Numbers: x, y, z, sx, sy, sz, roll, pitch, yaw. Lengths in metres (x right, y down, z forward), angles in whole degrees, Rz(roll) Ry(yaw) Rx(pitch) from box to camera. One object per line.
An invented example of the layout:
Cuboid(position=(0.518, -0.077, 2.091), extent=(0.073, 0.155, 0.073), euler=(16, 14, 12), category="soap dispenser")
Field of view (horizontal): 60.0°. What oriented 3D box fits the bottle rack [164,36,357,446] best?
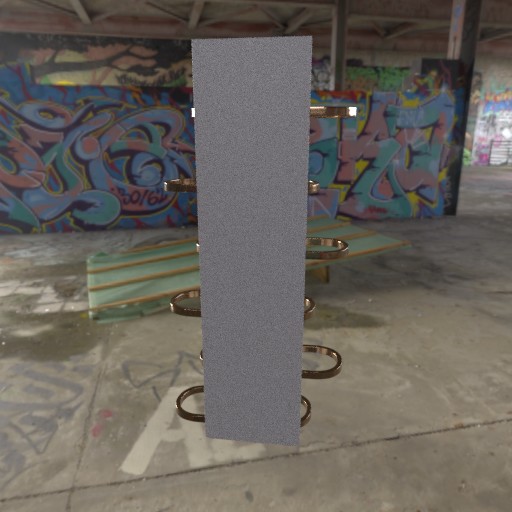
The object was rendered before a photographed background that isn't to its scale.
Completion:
Cuboid(position=(0.000, 0.000, 0.812), extent=(0.332, 0.709, 0.118), euler=(2, 16, 8), category="bottle rack")
